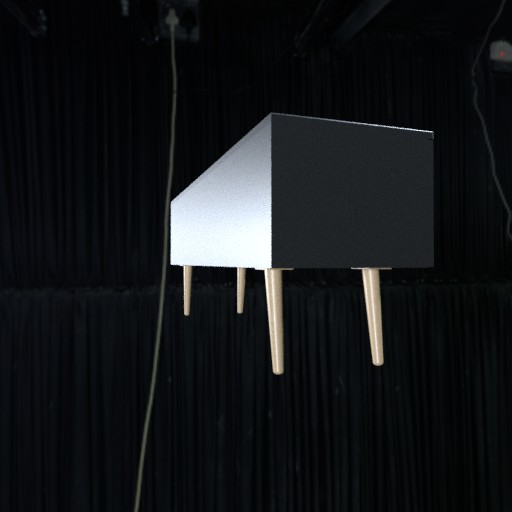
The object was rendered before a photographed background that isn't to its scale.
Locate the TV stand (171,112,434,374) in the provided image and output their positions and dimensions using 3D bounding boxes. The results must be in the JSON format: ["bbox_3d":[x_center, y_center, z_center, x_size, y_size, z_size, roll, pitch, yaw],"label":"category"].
[{"bbox_3d":[0.000,0.000,1.509,0.390,0.518,1.312,0,-1,-19],"label":"TV stand"}]
